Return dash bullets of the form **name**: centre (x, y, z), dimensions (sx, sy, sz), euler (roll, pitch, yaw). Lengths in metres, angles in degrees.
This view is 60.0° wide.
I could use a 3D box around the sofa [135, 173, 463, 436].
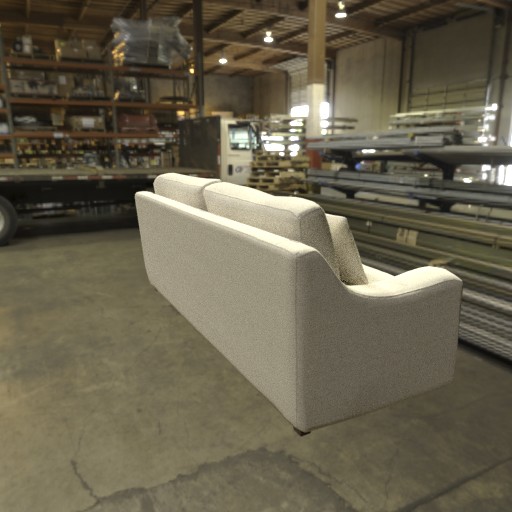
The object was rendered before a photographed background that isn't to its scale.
- **sofa**: centre (0.000, 0.000, 2.969), dimensions (1.009, 1.022, 2.470), euler (-7, 16, -27)
